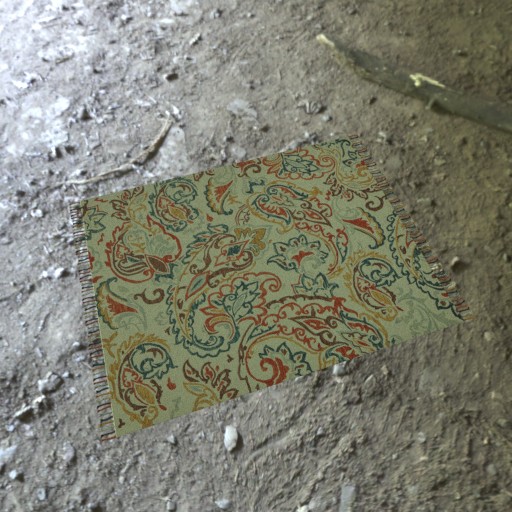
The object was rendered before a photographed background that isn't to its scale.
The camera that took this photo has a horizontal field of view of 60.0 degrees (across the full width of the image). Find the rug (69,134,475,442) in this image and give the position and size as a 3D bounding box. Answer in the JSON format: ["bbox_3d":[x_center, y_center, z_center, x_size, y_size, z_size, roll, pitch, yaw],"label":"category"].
[{"bbox_3d":[0.000,0.000,4.250,3.274,0.015,2.439,-16,59,-10],"label":"rug"}]
